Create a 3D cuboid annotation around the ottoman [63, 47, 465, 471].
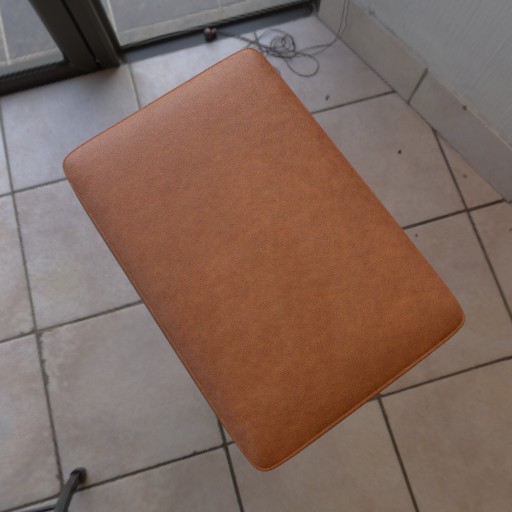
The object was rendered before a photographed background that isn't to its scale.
[{"bbox_3d":[0.000,0.000,1.182,0.584,0.483,0.864,-34,80,-7],"label":"ottoman"}]
